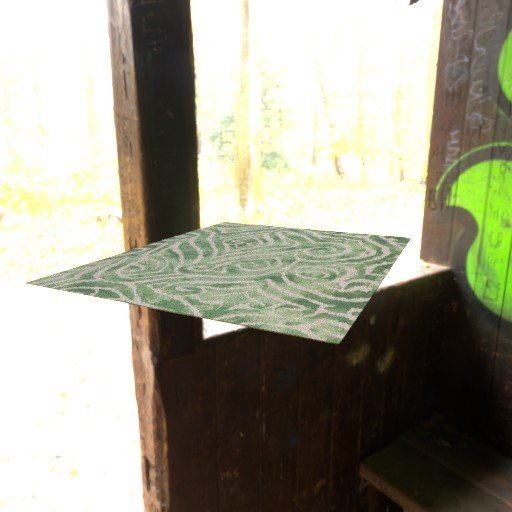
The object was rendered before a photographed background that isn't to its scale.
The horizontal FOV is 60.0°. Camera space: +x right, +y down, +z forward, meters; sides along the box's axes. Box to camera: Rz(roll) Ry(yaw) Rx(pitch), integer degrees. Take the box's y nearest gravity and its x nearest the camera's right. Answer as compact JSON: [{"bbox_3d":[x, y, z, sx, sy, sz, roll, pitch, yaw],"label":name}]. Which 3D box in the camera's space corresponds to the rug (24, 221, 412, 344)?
[{"bbox_3d":[0.000,0.000,4.170,2.436,0.007,3.045,7,16,25],"label":"rug"}]
